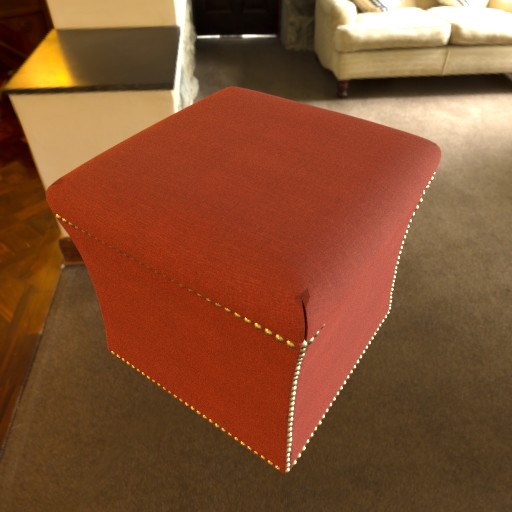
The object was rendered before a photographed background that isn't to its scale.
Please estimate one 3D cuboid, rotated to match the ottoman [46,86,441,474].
[{"bbox_3d":[0.000,0.000,0.872,0.497,0.475,0.507,25,48,25],"label":"ottoman"}]
